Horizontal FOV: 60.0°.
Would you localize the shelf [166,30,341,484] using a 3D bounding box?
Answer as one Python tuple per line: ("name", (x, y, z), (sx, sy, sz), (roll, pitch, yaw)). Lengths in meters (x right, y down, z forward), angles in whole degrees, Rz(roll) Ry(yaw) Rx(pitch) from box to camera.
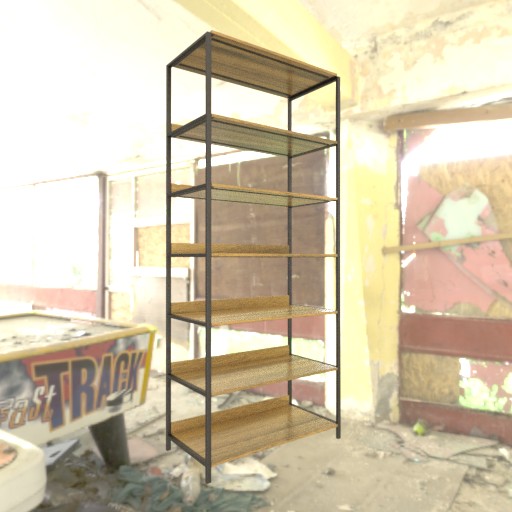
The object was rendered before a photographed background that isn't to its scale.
("shelf", (0.000, 0.000, 2.381), (0.847, 2.015, 0.431), (0, 0, -36))
